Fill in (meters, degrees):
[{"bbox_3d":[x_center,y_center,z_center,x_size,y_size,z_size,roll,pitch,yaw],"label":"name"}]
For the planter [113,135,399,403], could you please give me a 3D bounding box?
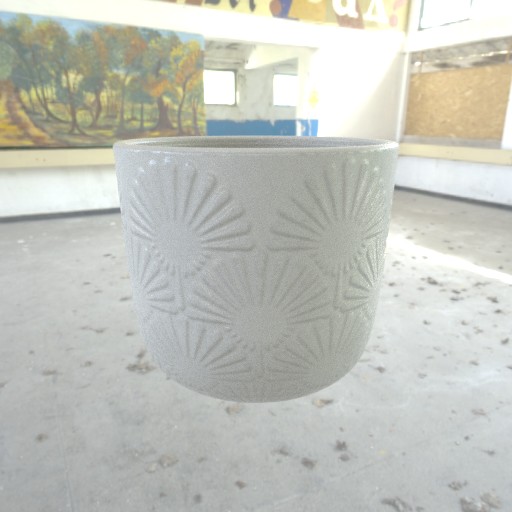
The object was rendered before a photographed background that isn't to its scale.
[{"bbox_3d":[0.000,0.000,0.216,0.124,0.109,0.124,0,17,0],"label":"planter"}]
